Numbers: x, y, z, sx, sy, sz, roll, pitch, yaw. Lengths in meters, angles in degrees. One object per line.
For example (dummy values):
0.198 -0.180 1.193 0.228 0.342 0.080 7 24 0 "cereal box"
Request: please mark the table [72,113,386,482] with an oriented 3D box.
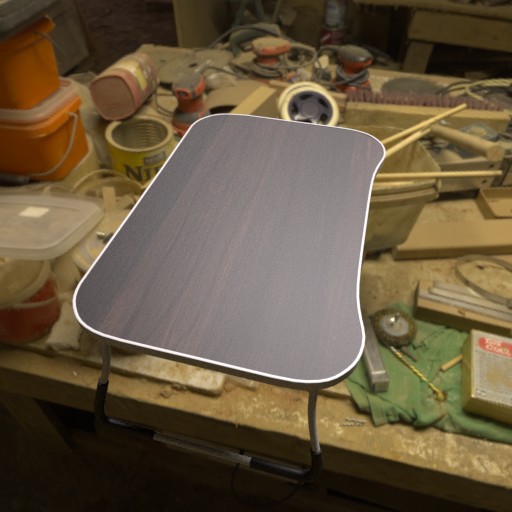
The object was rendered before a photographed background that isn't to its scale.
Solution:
0.000 0.000 0.825 0.400 0.232 0.660 11 47 10 "table"
